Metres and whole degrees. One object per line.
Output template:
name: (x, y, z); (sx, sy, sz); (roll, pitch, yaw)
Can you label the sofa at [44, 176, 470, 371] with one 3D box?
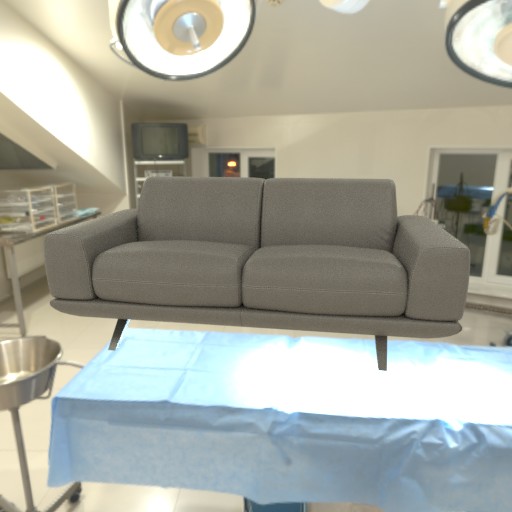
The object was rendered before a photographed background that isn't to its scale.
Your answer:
sofa: (0.000, 0.000, 2.352); (1.901, 0.772, 0.900); (2, 14, 9)
